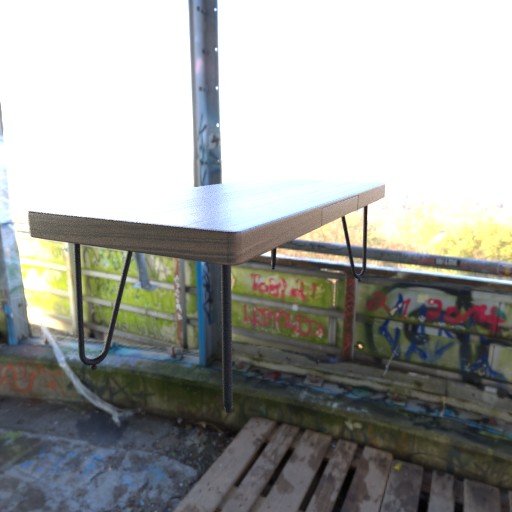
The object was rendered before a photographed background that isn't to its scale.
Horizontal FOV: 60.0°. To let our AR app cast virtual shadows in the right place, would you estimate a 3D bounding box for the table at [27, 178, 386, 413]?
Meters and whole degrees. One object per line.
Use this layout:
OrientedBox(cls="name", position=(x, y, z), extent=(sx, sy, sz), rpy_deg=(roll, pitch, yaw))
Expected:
OrientedBox(cls="table", position=(0.000, 0.000, 1.644), extent=(0.637, 0.468, 1.375), rpy_deg=(7, 16, 27))
